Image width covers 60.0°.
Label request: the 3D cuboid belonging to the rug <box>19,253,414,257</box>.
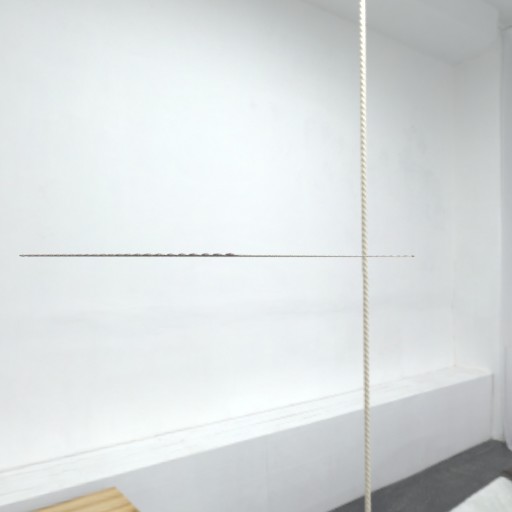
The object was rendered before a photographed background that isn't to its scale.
[{"bbox_3d":[0.000,0.000,2.542,1.229,0.011,2.096,0,0,35],"label":"rug"}]
